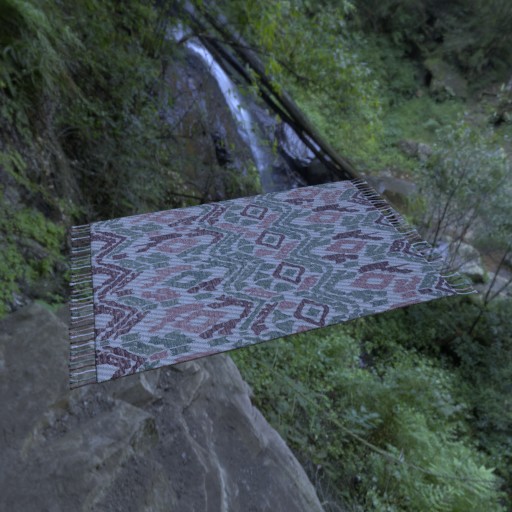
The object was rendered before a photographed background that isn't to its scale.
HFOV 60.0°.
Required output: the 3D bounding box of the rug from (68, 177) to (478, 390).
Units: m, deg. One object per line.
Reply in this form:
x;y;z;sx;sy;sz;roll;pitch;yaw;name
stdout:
0.000;0.000;3.037;2.438;0.011;1.524;-11;41;-14;rug
